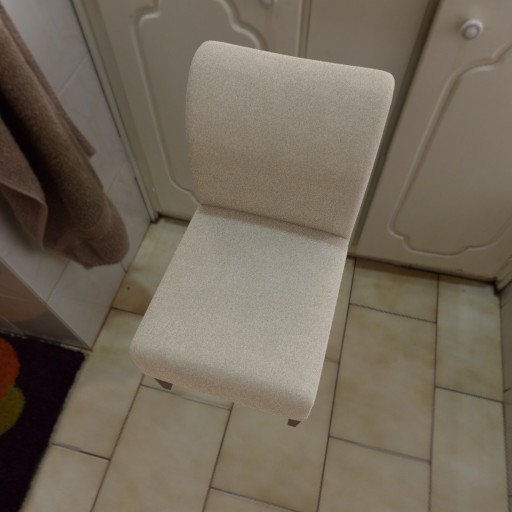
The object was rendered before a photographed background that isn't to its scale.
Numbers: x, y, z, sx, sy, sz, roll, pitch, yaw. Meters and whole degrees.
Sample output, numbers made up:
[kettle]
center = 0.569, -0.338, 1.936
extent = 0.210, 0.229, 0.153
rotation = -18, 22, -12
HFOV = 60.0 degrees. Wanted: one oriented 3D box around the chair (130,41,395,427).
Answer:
[chair]
center = 0.000, 0.000, 1.299
extent = 0.521, 0.833, 0.754
rotation = 14, 59, 9
